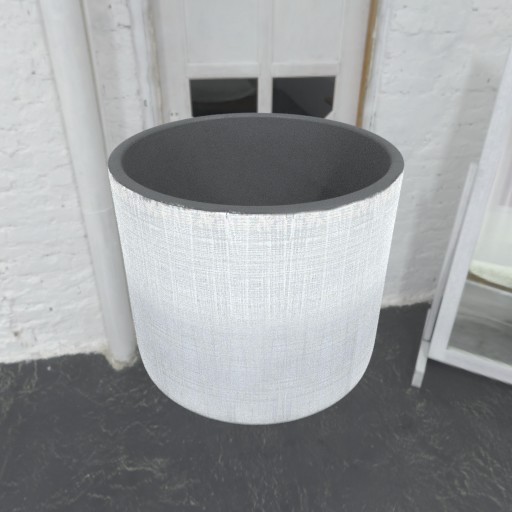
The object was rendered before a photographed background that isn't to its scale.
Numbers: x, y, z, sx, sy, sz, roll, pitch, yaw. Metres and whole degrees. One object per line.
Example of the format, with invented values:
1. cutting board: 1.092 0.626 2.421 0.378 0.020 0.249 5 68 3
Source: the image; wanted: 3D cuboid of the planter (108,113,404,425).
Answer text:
1. planter: 0.000 0.000 0.443 0.254 0.221 0.254 0 32 0
